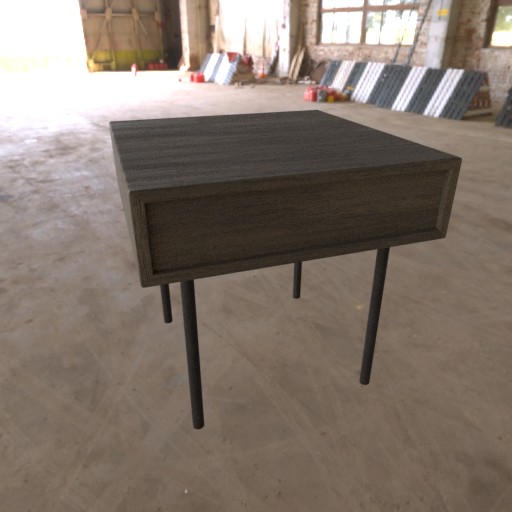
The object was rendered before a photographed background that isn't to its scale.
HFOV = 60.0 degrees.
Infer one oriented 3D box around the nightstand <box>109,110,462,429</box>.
[{"bbox_3d":[0.000,0.000,0.933,0.502,0.497,0.503,-9,28,-17],"label":"nightstand"}]
